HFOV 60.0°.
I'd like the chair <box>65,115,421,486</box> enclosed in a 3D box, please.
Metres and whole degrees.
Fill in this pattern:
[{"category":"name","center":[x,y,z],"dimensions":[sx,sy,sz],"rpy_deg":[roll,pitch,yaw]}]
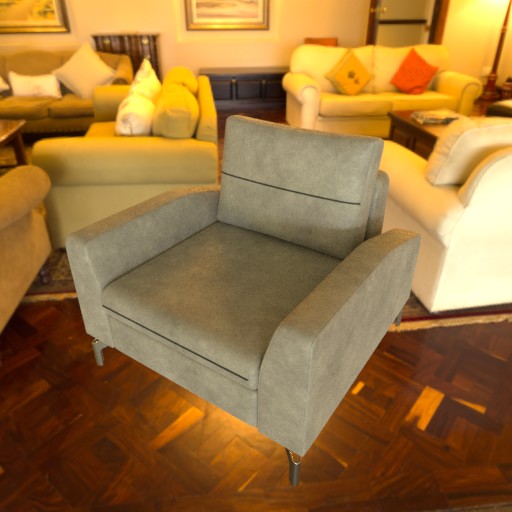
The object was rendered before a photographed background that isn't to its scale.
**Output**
[{"category":"chair","center":[0.000,0.000,1.553],"dimensions":[0.900,0.800,0.900],"rpy_deg":[19,35,29]}]
